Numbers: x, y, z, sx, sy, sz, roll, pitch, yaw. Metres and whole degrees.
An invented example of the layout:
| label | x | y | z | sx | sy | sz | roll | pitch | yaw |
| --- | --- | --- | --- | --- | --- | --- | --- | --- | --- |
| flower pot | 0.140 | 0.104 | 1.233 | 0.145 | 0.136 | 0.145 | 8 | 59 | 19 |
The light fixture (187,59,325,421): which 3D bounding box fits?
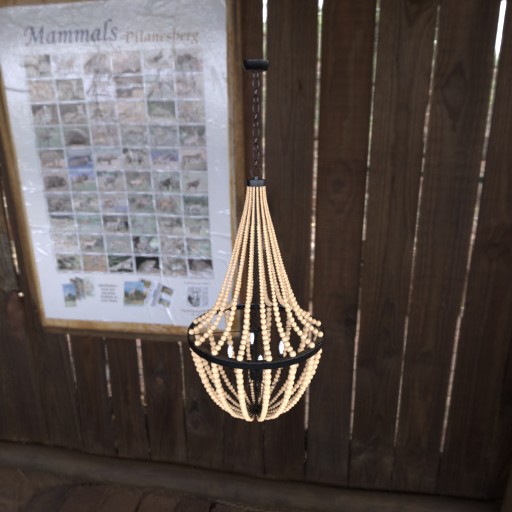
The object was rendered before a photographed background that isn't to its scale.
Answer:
| label | x | y | z | sx | sy | sz | roll | pitch | yaw |
| --- | --- | --- | --- | --- | --- | --- | --- | --- | --- |
| light fixture | 0.000 | 0.000 | 1.397 | 0.450 | 1.133 | 0.450 | 0 | 16 | 0 |
